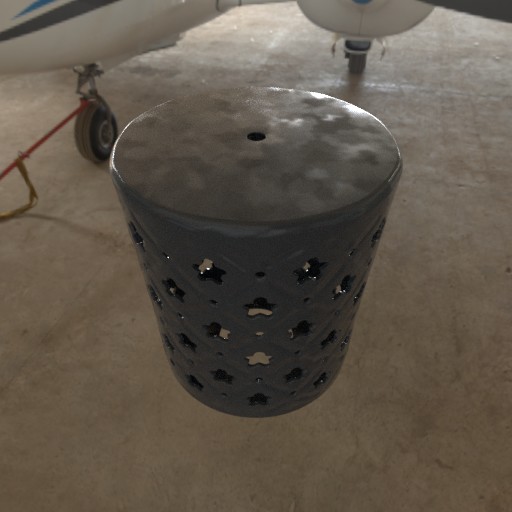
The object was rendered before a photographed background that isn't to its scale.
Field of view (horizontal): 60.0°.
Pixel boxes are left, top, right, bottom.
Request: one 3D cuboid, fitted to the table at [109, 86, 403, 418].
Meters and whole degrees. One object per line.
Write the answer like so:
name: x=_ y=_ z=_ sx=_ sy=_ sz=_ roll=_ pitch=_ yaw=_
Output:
table: x=0.000 y=0.000 z=0.665 sx=0.352 sy=0.387 sz=0.352 roll=0 pitch=42 yaw=0
